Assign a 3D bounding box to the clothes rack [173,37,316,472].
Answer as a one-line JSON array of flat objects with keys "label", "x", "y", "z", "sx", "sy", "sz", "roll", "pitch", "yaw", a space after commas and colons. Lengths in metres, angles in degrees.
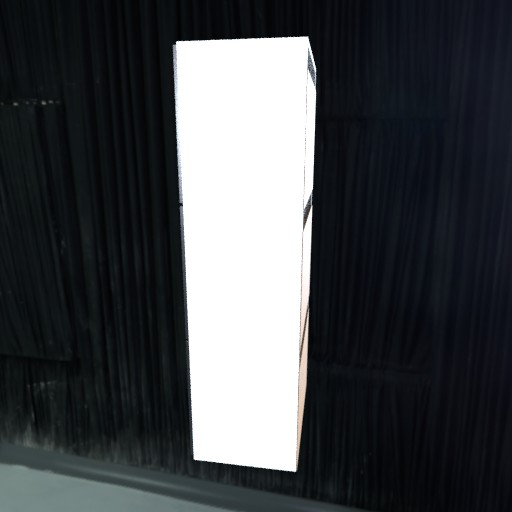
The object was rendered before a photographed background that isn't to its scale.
[{"label": "clothes rack", "x": 0.000, "y": 0.000, "z": 1.435, "sx": 0.330, "sy": 1.187, "sz": 0.500, "roll": 2, "pitch": 15, "yaw": 9}]
